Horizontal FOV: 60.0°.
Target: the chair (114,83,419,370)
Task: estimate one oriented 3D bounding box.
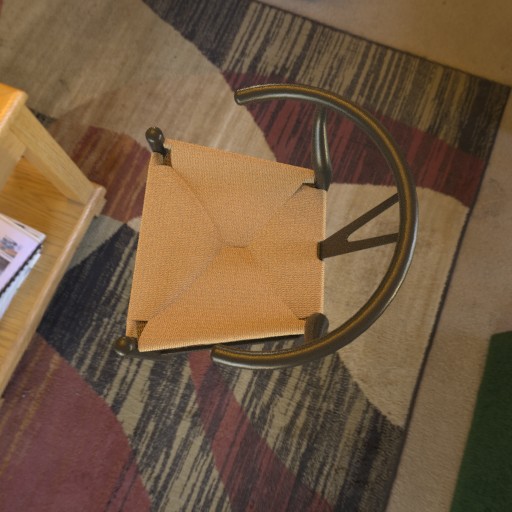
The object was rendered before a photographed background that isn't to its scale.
[{"bbox_3d":[0.000,0.000,1.125,0.570,0.739,0.570,4,75,1],"label":"chair"}]
